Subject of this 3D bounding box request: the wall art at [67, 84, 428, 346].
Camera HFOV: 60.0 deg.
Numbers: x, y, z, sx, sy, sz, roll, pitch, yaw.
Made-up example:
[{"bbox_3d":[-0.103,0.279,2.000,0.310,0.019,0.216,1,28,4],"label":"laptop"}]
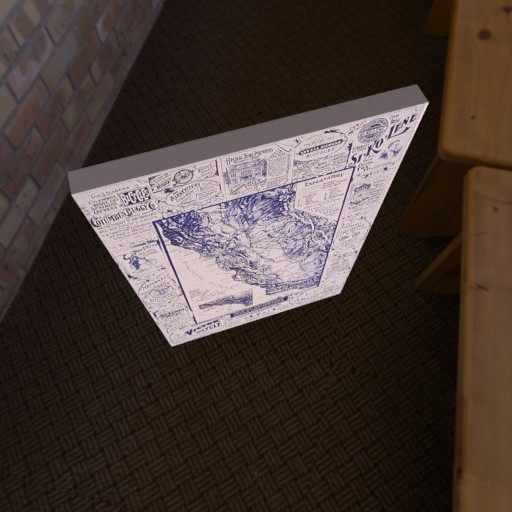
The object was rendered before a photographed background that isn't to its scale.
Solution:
[{"bbox_3d":[0.000,0.000,0.948,0.511,0.753,0.039,-16,65,-8],"label":"wall art"}]
